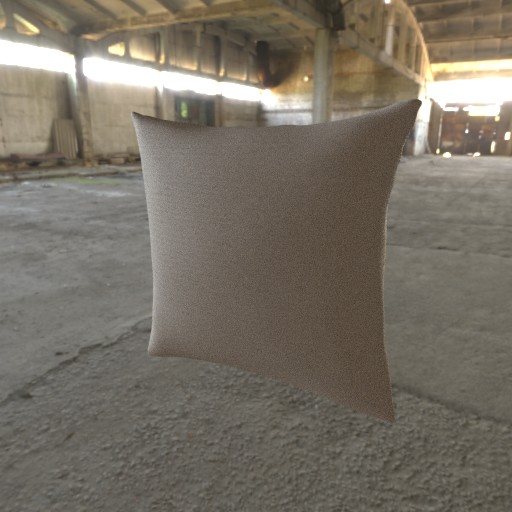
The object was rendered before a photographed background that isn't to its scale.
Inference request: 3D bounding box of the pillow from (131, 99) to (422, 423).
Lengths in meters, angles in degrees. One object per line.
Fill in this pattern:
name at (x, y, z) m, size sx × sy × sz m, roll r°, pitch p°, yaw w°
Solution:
pillow at (0.000, 0.000, 0.770) m, size 0.512 × 0.497 × 0.204 m, roll 8°, pitch 17°, yaw 27°
